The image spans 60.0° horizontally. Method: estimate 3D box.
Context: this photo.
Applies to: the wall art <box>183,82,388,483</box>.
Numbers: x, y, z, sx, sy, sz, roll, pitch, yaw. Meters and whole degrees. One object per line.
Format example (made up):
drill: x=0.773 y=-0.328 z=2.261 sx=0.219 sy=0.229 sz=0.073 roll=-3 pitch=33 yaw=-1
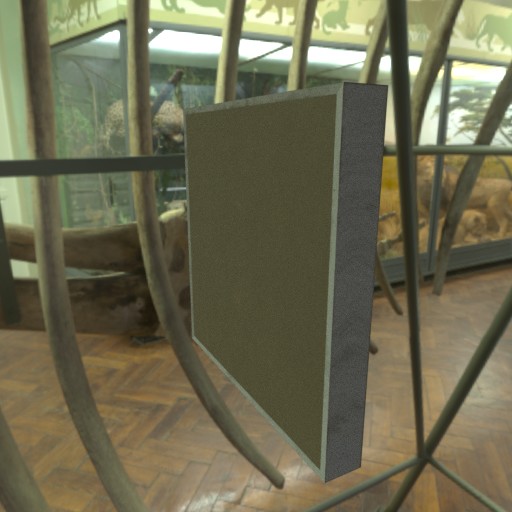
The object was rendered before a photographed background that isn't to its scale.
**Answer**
wall art: x=0.000 y=0.000 z=0.457 sx=0.038 sy=0.303 sz=0.305 roll=-8 pitch=17 yaw=-27
